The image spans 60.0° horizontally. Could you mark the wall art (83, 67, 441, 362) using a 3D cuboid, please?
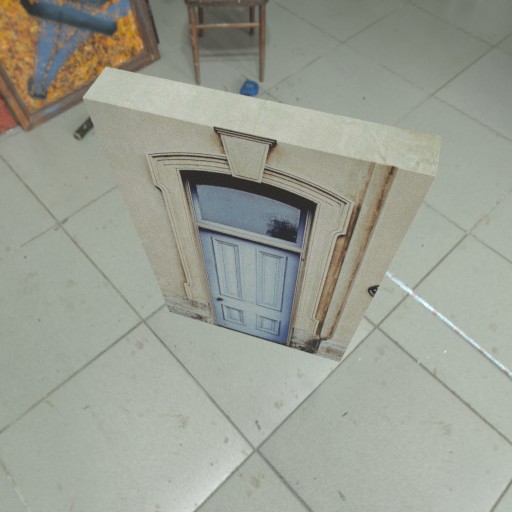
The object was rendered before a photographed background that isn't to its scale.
[{"bbox_3d":[0.000,0.000,0.476,0.254,0.381,0.038,15,60,9],"label":"wall art"}]
